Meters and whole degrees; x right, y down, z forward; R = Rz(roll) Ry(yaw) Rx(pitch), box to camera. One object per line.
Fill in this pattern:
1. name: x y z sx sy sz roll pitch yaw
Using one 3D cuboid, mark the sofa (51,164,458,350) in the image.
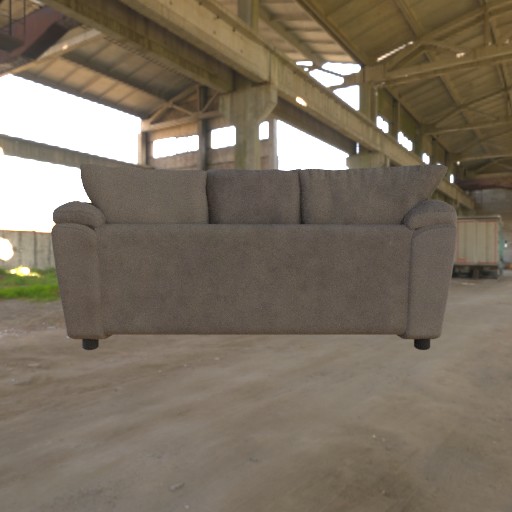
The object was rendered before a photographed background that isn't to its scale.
1. sofa: 0.000 0.000 2.849 2.336 1.073 0.878 0 1 0
